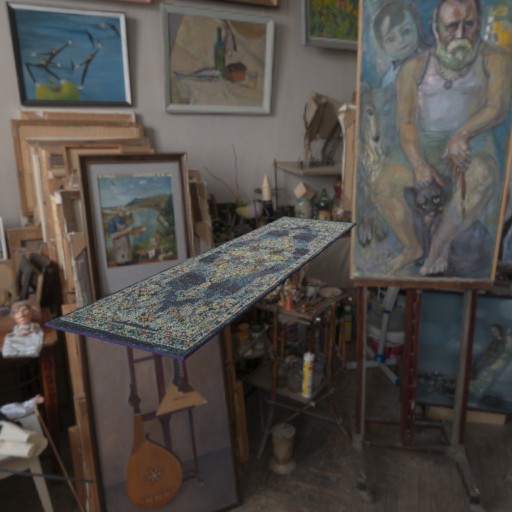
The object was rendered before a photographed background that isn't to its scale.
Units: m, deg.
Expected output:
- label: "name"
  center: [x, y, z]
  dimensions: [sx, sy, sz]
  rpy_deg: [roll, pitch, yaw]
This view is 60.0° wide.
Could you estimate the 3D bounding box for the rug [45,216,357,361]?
- label: "rug"
  center: [0.000, 0.000, 2.459]
  dimensions: [0.602, 0.016, 2.283]
  rpy_deg: [7, 17, 24]
